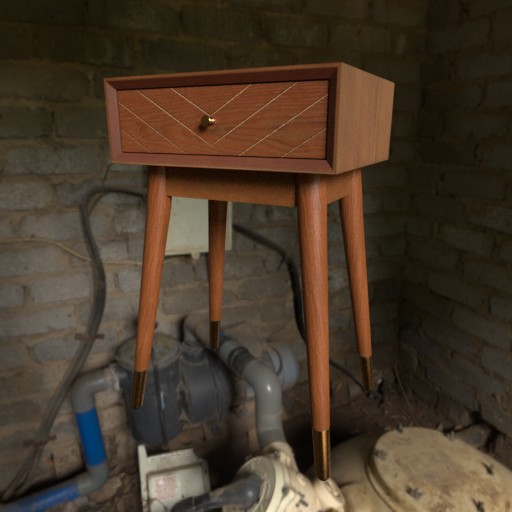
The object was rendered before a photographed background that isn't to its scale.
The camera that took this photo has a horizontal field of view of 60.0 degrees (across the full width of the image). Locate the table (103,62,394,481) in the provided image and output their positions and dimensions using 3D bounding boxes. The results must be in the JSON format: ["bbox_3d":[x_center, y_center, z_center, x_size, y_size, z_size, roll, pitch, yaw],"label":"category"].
[{"bbox_3d":[0.000,0.000,0.810,0.406,0.599,0.300,9,18,27],"label":"table"}]
